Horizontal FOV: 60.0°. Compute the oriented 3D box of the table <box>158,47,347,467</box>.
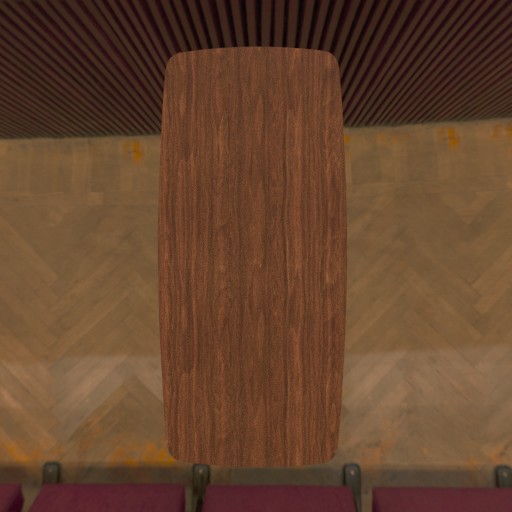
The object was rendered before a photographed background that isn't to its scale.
[{"bbox_3d":[0.000,0.000,1.134,0.361,0.576,0.804,0,91,2],"label":"table"}]
